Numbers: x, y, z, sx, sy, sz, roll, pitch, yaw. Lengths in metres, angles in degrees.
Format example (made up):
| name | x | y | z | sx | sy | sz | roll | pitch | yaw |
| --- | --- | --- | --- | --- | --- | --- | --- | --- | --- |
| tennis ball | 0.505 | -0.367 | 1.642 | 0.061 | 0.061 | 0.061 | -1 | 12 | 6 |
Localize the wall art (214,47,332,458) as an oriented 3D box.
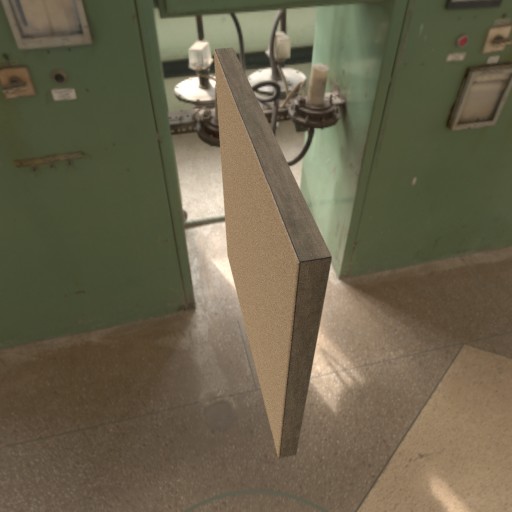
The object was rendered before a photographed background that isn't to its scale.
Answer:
| name | x | y | z | sx | sy | sz | roll | pitch | yaw |
| --- | --- | --- | --- | --- | --- | --- | --- | --- | --- |
| wall art | 0.000 | 0.000 | 1.136 | 0.050 | 0.751 | 0.749 | -9 | 47 | -9 |
